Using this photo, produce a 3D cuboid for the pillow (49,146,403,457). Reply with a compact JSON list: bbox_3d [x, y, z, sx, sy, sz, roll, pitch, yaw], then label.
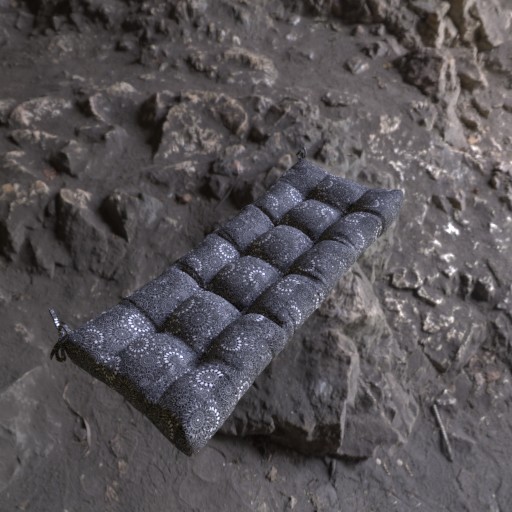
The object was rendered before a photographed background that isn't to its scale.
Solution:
[{"bbox_3d":[0.000,0.000,1.360,0.511,0.174,1.194,26,48,27],"label":"pillow"}]
